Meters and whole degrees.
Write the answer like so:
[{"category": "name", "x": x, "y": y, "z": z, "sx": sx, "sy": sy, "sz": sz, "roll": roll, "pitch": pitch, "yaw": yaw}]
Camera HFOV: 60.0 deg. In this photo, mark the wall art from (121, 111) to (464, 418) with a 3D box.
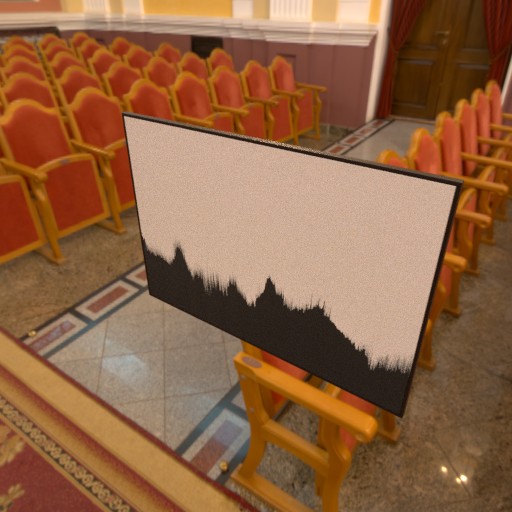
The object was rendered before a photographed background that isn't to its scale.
[{"category": "wall art", "x": 0.000, "y": 0.000, "z": 1.243, "sx": 0.957, "sy": 0.660, "sz": 0.019, "roll": 20, "pitch": 36, "yaw": 30}]
